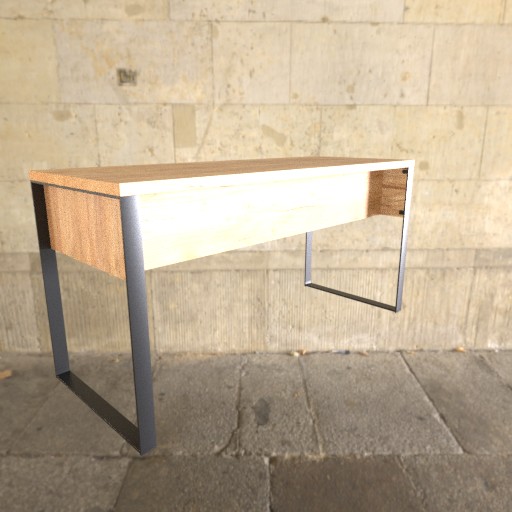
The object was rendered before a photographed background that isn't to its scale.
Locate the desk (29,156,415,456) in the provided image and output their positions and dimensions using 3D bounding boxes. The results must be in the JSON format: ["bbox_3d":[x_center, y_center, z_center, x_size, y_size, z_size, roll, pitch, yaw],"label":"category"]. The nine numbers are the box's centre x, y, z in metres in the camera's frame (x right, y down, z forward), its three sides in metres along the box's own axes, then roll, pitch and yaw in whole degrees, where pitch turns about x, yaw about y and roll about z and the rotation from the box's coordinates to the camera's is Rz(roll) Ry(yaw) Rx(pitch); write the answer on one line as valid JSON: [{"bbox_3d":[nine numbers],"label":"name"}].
[{"bbox_3d":[0.000,0.000,1.871,0.600,0.760,1.520,15,21,43],"label":"desk"}]
